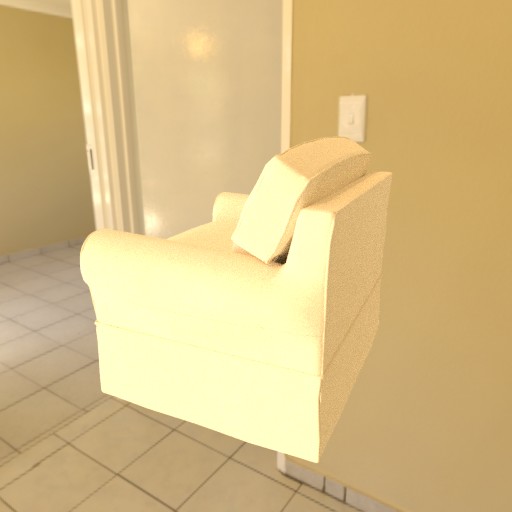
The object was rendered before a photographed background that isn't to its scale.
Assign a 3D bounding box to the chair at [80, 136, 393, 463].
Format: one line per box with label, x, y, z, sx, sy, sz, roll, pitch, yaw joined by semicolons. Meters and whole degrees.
chair;0.000;0.000;1.833;0.904;0.958;1.099;8;19;24
